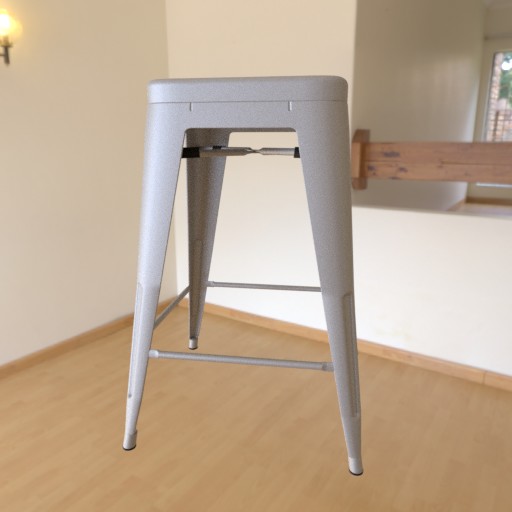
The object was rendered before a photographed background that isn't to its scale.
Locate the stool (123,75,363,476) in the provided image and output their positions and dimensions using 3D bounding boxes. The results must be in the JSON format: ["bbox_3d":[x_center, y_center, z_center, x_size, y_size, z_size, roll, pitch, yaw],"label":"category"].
[{"bbox_3d":[0.000,0.000,0.854,0.410,0.608,0.410,2,15,8],"label":"stool"}]
